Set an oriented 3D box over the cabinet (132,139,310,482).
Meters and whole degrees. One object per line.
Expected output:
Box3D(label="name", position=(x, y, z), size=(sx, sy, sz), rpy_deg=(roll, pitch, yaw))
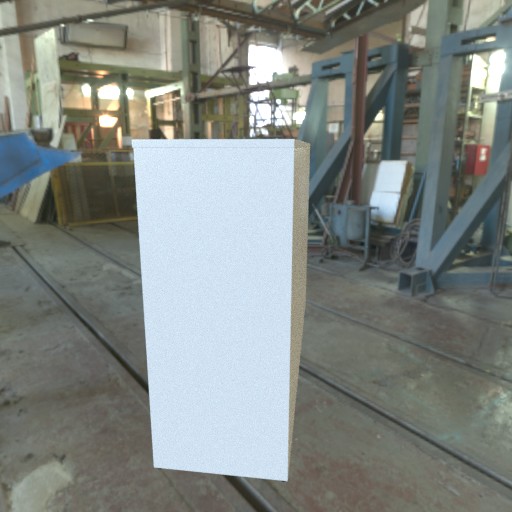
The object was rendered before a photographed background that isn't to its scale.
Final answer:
Box3D(label="cabinet", position=(0.000, 0.000, 1.814), size=(0.380, 0.900, 1.450), rpy_deg=(2, 14, 8))
